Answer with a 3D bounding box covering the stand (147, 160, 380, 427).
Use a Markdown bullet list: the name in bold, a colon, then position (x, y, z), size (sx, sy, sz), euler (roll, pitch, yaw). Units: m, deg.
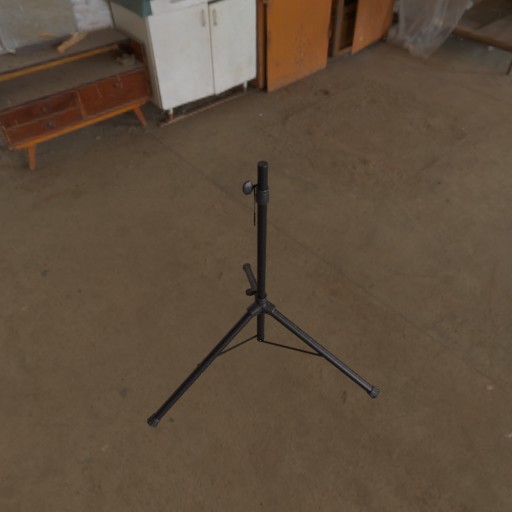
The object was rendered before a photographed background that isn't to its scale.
- **stand**: position (0.000, 0.000, 1.870), size (1.045, 1.136, 0.907), euler (-4, 46, -4)
